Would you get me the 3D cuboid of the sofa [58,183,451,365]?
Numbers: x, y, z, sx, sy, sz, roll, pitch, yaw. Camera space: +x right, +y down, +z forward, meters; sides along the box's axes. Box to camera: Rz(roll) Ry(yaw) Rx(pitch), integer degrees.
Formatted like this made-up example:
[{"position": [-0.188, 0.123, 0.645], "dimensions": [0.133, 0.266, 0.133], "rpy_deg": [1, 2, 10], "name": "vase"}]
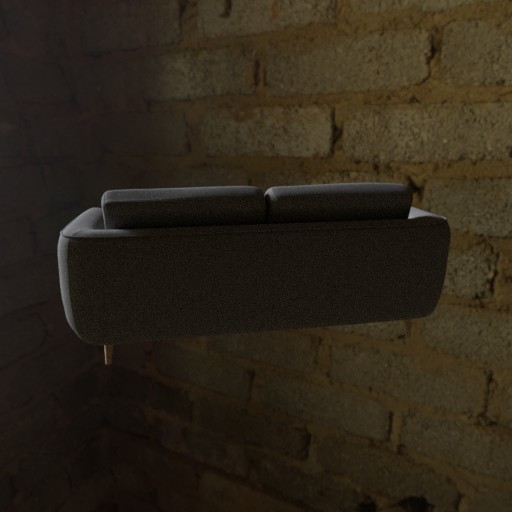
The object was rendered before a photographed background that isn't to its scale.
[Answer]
[{"position": [0.000, 0.000, 2.549], "dimensions": [2.000, 0.870, 0.920], "rpy_deg": [-3, 16, -10], "name": "sofa"}]
